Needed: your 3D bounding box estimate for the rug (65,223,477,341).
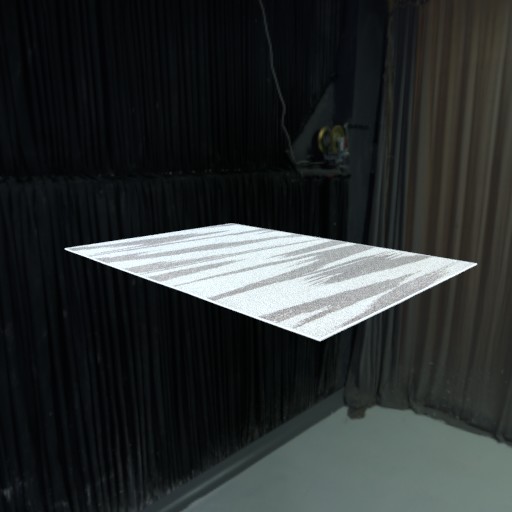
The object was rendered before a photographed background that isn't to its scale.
[{"bbox_3d":[0.000,0.000,2.797,2.142,0.010,1.533,13,18,43],"label":"rug"}]
